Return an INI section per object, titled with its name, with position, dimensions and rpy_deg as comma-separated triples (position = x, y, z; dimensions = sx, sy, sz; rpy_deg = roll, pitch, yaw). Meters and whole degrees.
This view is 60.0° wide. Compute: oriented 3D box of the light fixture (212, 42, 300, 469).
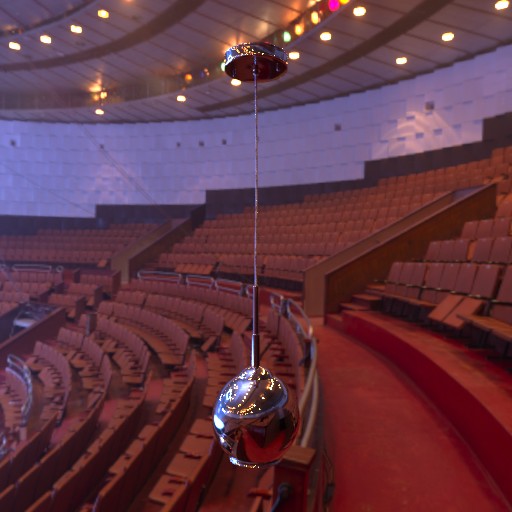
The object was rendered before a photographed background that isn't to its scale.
[light fixture]
position = 0.000, 0.000, 1.709
dimensions = 0.336, 1.538, 0.336
rpy_deg = 0, -1, 18
